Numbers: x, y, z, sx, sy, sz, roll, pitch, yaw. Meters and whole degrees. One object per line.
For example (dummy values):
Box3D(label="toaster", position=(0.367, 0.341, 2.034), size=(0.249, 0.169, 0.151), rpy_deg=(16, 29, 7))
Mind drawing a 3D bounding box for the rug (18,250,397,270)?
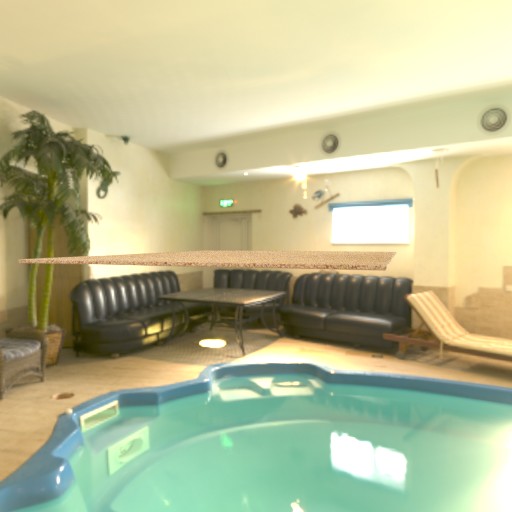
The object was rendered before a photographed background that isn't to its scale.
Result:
Box3D(label="rug", position=(0.000, 0.000, 4.048), size=(2.400, 0.025, 3.000), rpy_deg=(1, 2, 19))
